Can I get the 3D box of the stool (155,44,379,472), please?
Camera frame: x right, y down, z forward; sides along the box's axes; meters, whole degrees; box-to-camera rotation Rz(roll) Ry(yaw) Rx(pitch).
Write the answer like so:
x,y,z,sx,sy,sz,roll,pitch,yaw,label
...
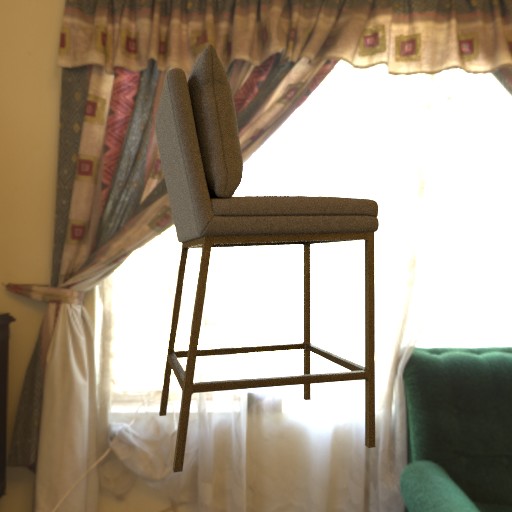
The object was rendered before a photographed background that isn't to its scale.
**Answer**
x,y,z,sx,sy,sz,roll,pitch,yaw,label
0.000,0.000,1.331,0.569,1.030,0.463,0,-1,-17,stool
